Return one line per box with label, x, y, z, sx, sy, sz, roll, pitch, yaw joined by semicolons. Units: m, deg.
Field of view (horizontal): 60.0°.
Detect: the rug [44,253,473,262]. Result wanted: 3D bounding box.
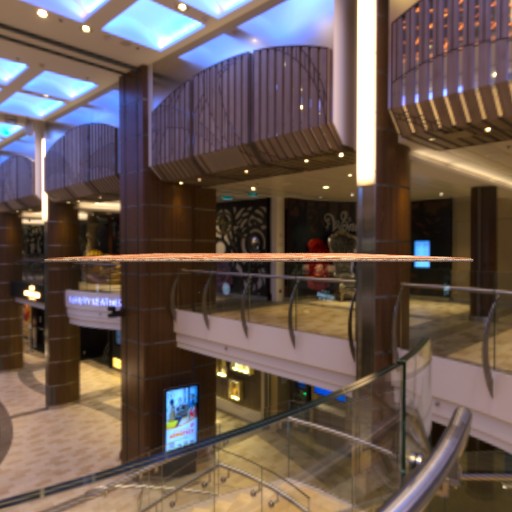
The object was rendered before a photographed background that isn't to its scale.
rug;0.000;0.000;4.063;2.466;0.021;3.049;0;1;-1
